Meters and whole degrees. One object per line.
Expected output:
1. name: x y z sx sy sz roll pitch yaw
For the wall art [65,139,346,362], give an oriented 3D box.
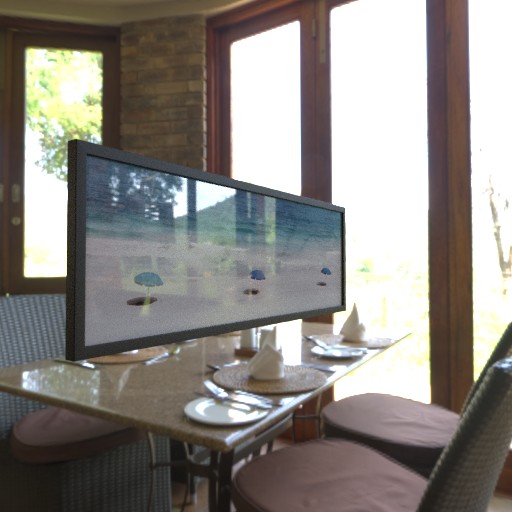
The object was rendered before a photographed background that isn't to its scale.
1. wall art: 0.000 0.000 1.745 0.041 0.554 1.572 -1 -2 36
